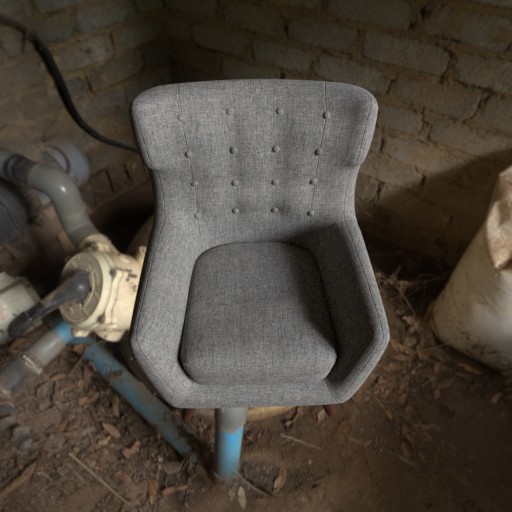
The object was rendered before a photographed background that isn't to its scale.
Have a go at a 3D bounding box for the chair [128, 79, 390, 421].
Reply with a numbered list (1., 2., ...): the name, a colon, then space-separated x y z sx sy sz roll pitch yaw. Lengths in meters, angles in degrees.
1. chair: 0.000 0.000 1.729 0.878 1.063 0.904 -1 45 -1
